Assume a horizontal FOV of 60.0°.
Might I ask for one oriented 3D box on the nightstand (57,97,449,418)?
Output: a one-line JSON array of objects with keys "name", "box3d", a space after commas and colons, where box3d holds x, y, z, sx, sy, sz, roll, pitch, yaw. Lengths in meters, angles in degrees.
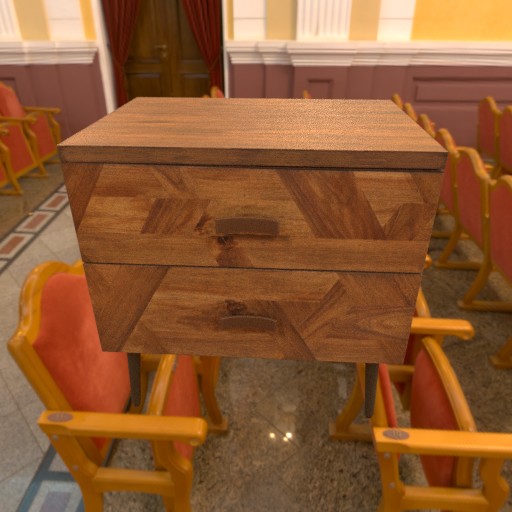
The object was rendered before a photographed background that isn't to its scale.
[{"name": "nightstand", "box3d": [0.000, 0.000, 1.013, 0.610, 0.610, 0.458, 2, 29, 3]}]
